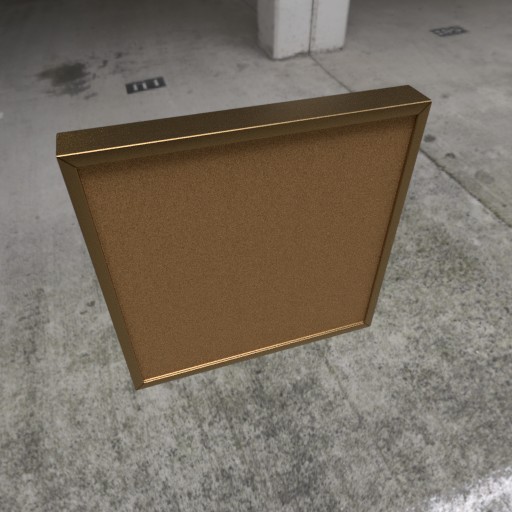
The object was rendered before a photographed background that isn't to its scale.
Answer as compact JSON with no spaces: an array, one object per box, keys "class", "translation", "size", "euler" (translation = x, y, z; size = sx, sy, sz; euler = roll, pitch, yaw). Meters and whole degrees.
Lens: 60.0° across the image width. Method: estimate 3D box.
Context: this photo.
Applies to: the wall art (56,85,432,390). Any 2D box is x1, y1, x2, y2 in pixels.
[{"class":"wall art","translation":[0.000,0.000,0.458],"size":[0.305,0.305,0.037],"euler":[-12,44,-13]}]
